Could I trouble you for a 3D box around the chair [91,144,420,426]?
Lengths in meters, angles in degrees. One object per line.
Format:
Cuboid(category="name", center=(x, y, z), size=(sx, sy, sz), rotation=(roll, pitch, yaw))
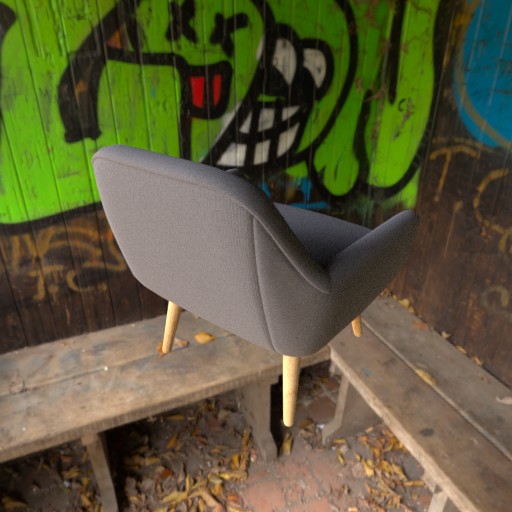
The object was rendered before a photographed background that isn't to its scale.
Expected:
Cuboid(category="chair", center=(0.000, 0.000, 1.392), size=(0.770, 0.800, 0.779), rotation=(20, 34, 33))
